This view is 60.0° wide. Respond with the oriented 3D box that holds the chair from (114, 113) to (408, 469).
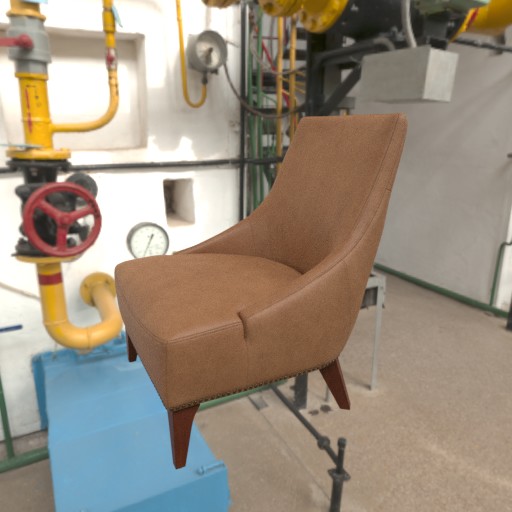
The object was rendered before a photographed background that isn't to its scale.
[{"bbox_3d":[0.000,0.000,1.482,0.861,0.909,0.701,-8,18,-25],"label":"chair"}]
